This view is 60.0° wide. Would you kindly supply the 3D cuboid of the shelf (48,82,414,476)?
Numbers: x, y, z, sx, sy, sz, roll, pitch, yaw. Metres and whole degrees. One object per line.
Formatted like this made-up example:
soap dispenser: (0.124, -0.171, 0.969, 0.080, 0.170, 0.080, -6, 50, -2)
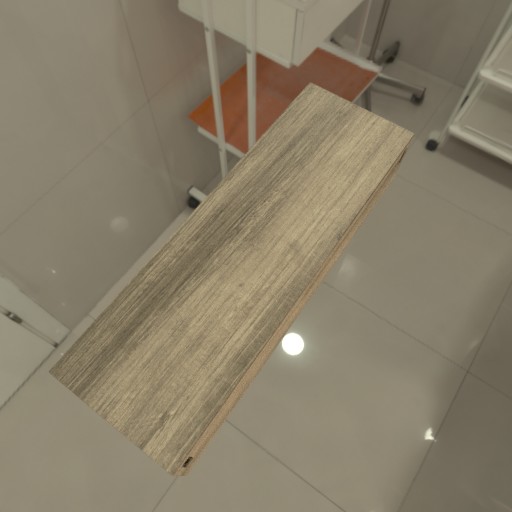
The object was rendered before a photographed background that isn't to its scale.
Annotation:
shelf: (0.000, 0.000, 0.690, 0.200, 0.125, 0.610, 32, 68, 15)
